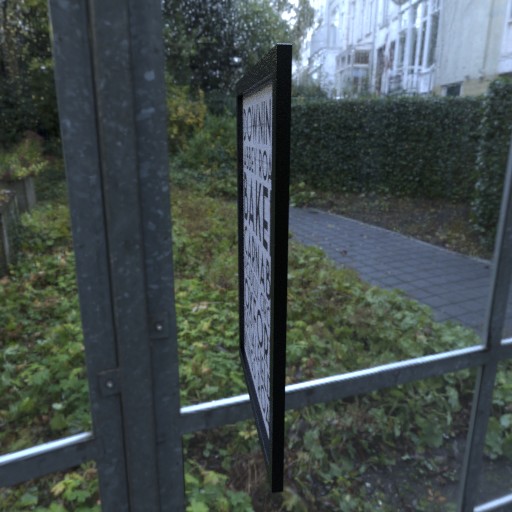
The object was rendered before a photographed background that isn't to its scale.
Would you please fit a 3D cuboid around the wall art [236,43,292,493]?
[{"bbox_3d":[0.000,0.000,0.838,0.019,0.656,0.462,-2,16,-8],"label":"wall art"}]
